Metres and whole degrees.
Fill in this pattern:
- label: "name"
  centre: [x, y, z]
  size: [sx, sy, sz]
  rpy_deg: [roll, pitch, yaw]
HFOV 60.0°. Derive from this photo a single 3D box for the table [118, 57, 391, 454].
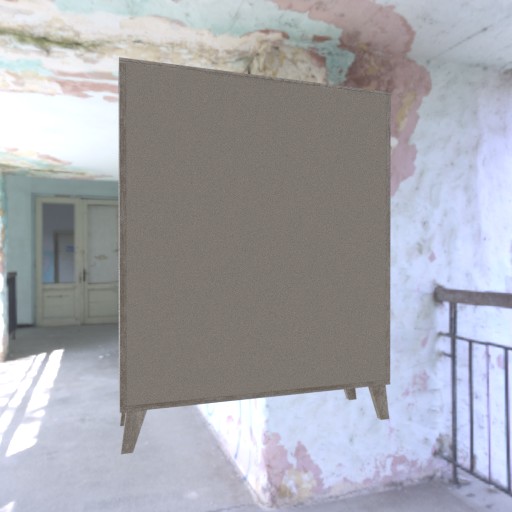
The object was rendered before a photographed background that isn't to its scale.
- label: "table"
  centre: [0.000, 0.000, 1.525]
  size: [0.902, 1.135, 0.256]
  rpy_deg: [0, 0, -18]
